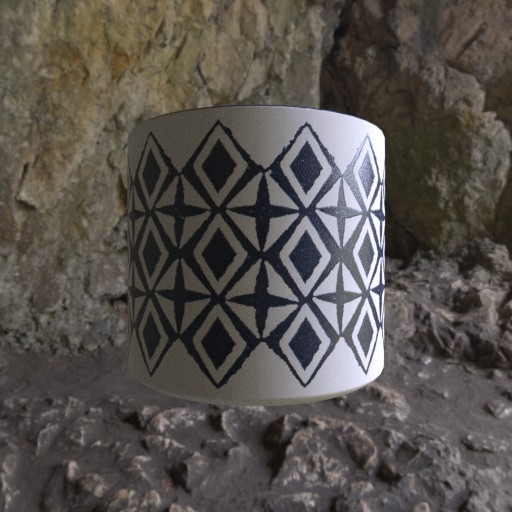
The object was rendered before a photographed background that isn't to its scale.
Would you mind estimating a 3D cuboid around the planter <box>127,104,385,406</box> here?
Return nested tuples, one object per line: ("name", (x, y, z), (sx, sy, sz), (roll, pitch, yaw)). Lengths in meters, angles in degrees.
("planter", (0.000, 0.000, 0.326), (0.182, 0.165, 0.182), (0, 1, 0))
